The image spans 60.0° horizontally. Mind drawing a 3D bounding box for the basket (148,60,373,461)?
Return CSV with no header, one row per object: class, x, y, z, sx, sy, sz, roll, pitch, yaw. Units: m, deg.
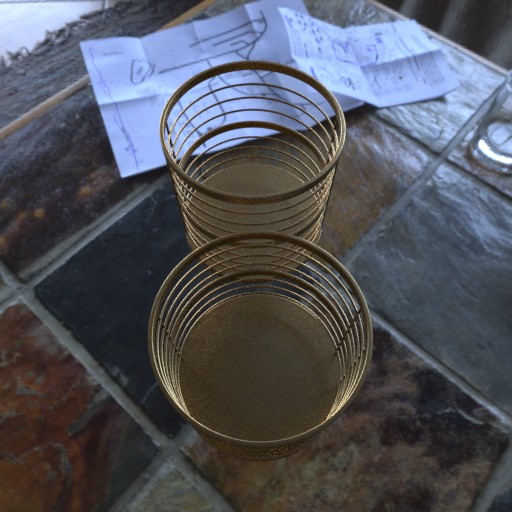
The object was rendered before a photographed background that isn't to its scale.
basket,0.000,0.000,0.909,0.356,0.351,0.746,-2,62,-1
